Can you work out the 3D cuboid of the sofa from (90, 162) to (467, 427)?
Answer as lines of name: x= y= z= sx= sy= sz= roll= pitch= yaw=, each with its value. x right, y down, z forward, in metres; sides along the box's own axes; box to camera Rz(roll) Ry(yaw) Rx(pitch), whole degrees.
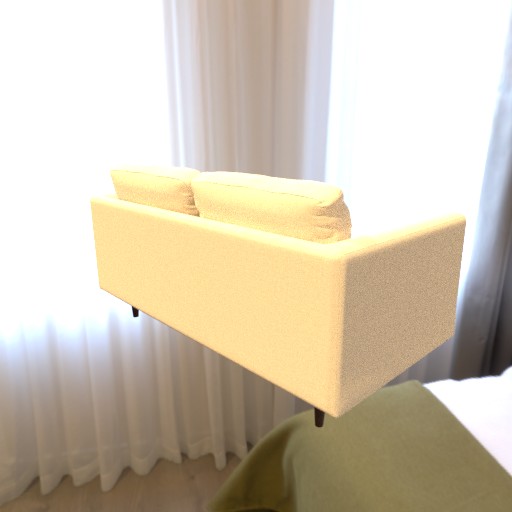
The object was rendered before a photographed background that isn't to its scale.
sofa: x=0.000 y=0.000 z=2.222 sx=0.940 sy=0.893 sz=1.713 roll=-15 pitch=22 yaw=-41
